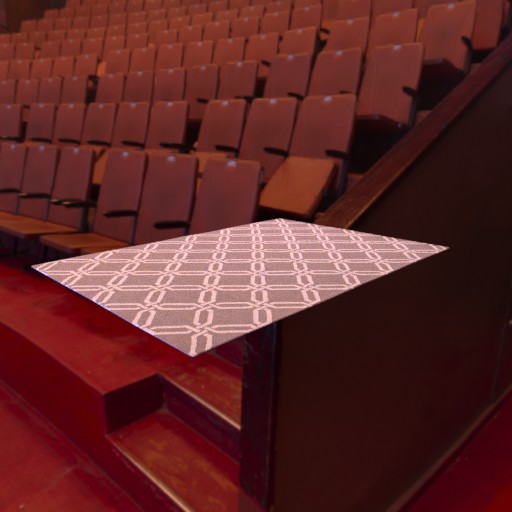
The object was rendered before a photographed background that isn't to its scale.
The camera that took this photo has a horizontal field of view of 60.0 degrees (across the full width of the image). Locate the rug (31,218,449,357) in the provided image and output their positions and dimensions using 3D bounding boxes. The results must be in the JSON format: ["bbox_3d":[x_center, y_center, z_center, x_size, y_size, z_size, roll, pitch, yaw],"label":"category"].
[{"bbox_3d":[0.000,0.000,4.394,2.441,0.020,3.419,15,21,43],"label":"rug"}]
